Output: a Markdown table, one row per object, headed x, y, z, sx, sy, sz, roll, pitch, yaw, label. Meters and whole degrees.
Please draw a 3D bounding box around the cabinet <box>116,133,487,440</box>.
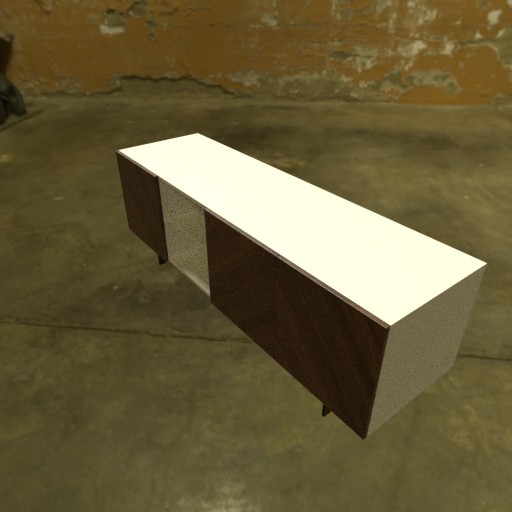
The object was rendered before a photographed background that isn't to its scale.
| x | y | z | sx | sy | sz | roll | pitch | yaw | label |
| --- | --- | --- | --- | --- | --- | --- | --- | --- | --- |
| 0.000 | 0.000 | 1.738 | 0.431 | 0.533 | 1.499 | -22 | 39 | -31 | cabinet |
